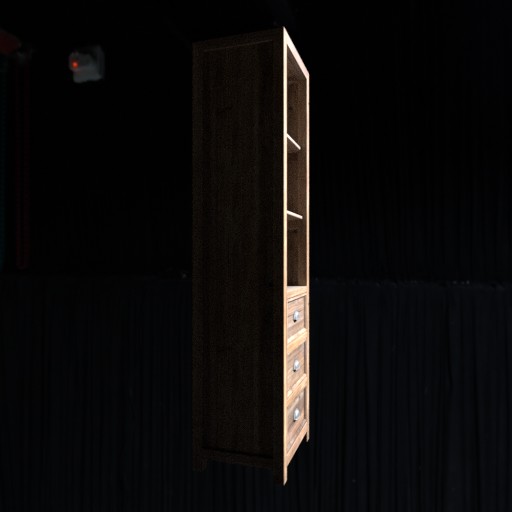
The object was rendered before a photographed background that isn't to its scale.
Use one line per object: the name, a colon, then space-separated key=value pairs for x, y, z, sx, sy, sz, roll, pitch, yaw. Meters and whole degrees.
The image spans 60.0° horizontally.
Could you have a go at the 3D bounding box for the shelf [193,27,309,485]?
shelf: x=0.000 y=0.000 z=2.138 sx=0.428 sy=1.900 sz=0.500 roll=0 pitch=0 yaw=19
